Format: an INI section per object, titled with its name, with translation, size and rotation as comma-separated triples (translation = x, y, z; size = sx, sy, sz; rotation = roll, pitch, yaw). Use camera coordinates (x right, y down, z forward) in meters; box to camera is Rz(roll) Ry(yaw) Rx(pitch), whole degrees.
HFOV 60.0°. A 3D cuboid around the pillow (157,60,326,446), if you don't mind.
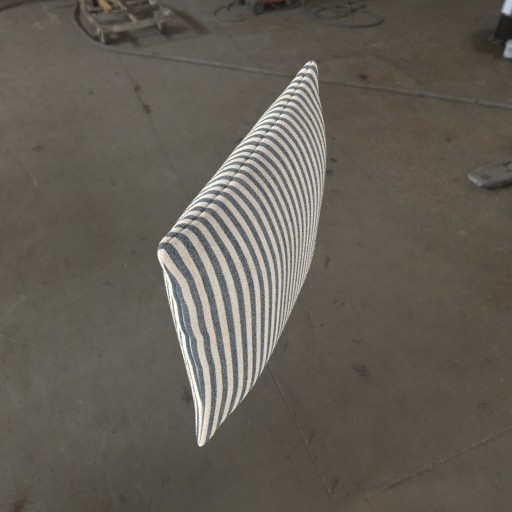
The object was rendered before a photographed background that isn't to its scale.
[pillow]
translation = 0.000, 0.000, 0.792
size = 0.166, 0.510, 0.523
rotation = 16, 48, 15
